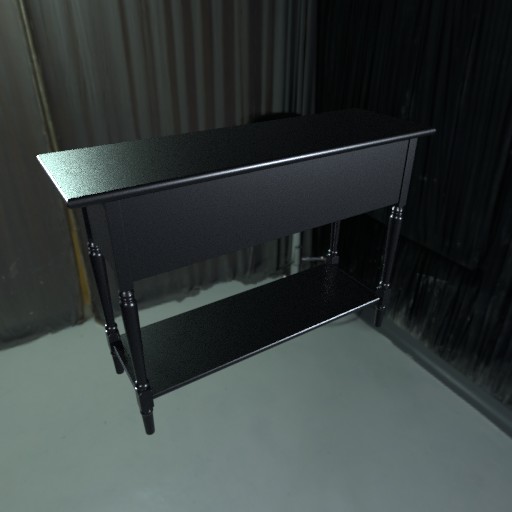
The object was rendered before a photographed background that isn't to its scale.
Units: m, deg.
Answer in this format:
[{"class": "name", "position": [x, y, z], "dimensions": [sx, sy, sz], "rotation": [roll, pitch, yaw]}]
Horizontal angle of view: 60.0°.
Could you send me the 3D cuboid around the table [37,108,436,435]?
[{"class": "table", "position": [0.000, 0.000, 1.556], "dimensions": [1.191, 0.819, 0.386], "rotation": [-17, 34, -28]}]
